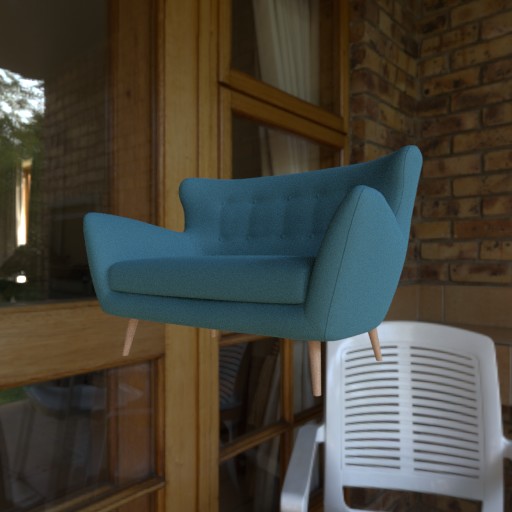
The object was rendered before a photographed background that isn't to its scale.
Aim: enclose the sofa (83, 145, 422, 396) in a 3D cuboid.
[{"bbox_3d":[0.000,0.000,1.971,1.397,0.889,0.889,0,0,36],"label":"sofa"}]
